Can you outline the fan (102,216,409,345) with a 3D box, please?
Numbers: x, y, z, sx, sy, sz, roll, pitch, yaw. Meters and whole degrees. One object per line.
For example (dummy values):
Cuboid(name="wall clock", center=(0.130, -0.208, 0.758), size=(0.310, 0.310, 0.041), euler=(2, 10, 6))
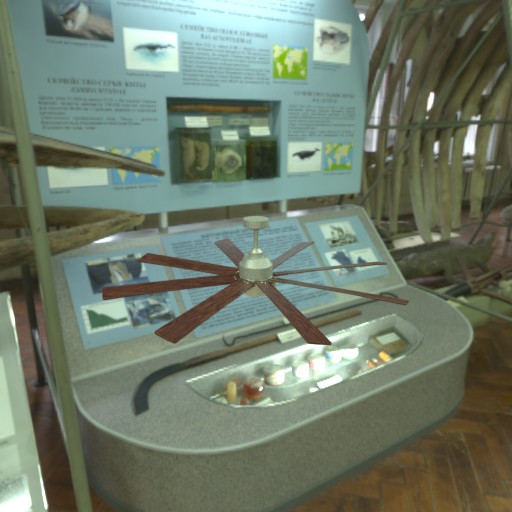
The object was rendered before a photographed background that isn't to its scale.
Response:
Cuboid(name="fan", center=(0.000, 0.000, 2.740), size=(1.830, 0.472, 1.830), euler=(8, 19, 26))
